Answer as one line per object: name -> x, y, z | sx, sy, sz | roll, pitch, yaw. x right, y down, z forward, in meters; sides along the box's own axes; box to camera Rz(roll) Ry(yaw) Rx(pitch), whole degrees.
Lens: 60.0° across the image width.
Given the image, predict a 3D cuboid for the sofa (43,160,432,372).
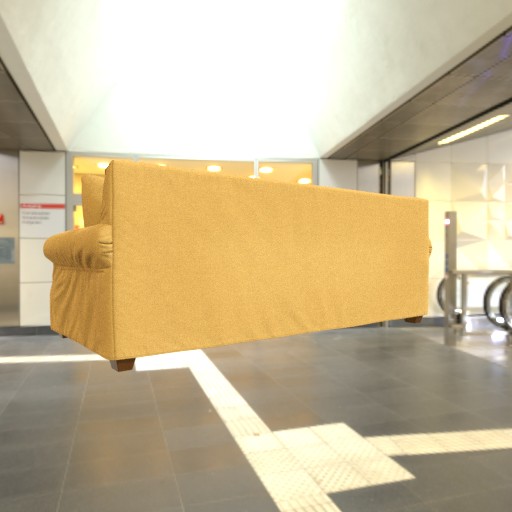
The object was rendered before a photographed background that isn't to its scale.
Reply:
sofa -> 0.000, 0.000, 2.747 | 2.285, 0.904, 1.067 | 0, 1, -37
